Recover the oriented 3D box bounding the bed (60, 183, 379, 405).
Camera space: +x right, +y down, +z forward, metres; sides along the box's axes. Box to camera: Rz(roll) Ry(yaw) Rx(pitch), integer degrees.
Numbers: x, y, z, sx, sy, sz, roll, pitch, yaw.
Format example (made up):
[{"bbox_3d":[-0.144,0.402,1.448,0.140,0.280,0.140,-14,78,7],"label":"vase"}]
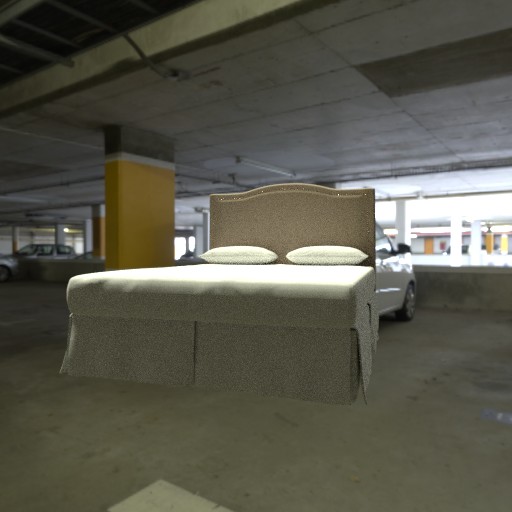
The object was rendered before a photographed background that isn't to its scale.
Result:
[{"bbox_3d":[0.000,0.000,3.459,1.821,1.436,2.282,0,1,17],"label":"bed"}]
